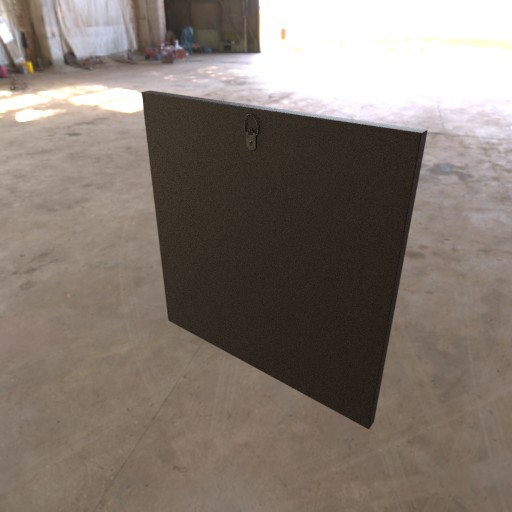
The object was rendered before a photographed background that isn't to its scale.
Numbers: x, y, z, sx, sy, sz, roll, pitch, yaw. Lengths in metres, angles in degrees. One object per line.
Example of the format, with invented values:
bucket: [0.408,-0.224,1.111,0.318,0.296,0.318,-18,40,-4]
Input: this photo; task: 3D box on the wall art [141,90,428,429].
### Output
wall art: [0.000,0.000,1.248,0.805,0.807,0.043,20,35,32]
